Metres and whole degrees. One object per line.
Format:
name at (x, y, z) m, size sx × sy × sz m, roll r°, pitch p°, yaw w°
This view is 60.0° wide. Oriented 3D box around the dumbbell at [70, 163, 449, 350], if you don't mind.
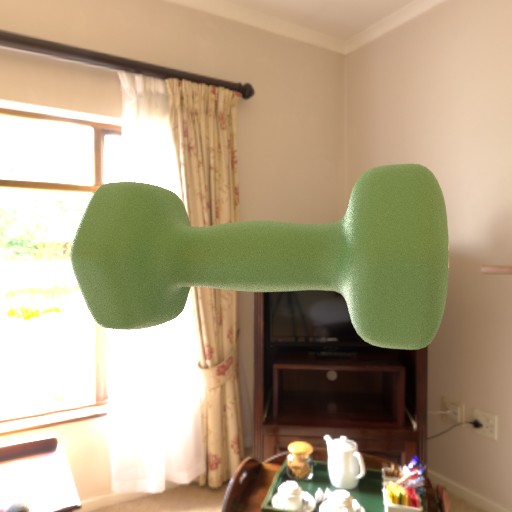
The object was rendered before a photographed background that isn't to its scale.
dumbbell at (0.000, 0.000, 0.323) m, size 0.257 × 0.114 × 0.126 m, roll 0°, pitch 0°, yaw 20°
